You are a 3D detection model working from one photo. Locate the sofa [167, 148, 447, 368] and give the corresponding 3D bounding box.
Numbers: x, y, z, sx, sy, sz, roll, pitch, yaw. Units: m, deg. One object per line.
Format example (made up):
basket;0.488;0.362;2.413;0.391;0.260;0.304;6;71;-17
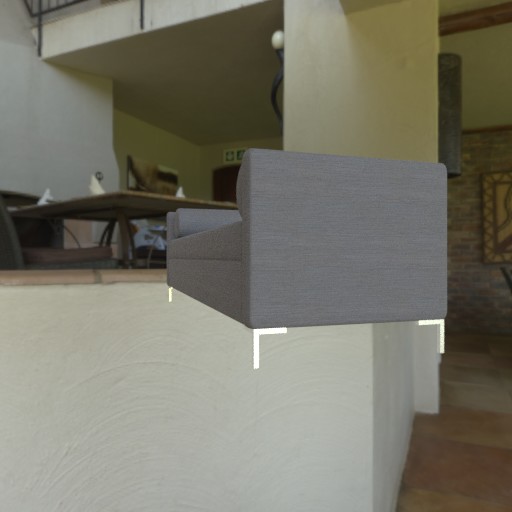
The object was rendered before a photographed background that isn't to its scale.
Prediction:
sofa;0.000;0.000;2.281;0.686;0.635;1.981;0;0;-18
